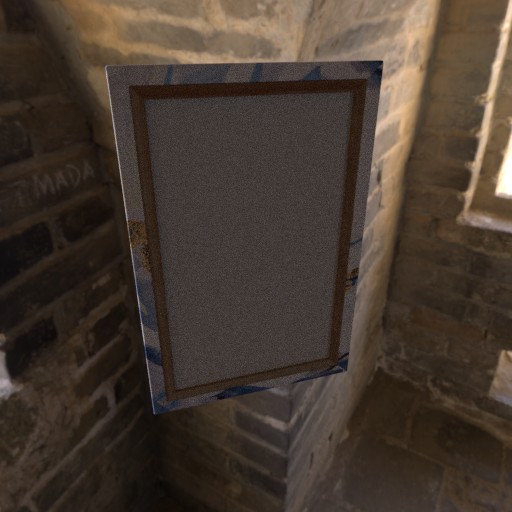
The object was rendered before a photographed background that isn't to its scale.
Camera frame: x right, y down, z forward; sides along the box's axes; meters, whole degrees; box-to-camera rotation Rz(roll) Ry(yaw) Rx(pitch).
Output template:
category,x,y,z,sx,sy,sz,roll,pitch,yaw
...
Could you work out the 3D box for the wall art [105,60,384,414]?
category,x,y,z,sx,sy,sz,roll,pitch,yaw
wall art,0.000,0.000,1.141,0.610,0.914,0.016,-8,28,-15
